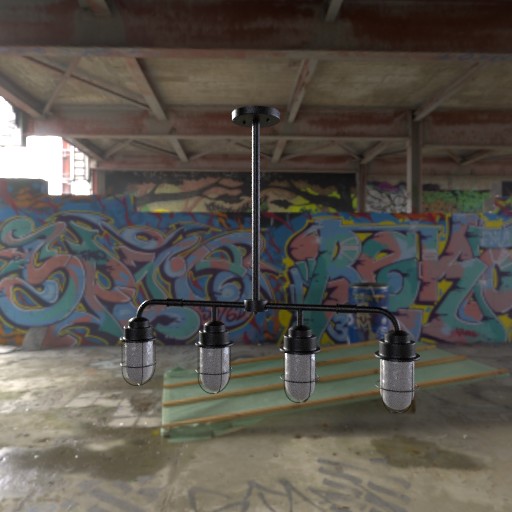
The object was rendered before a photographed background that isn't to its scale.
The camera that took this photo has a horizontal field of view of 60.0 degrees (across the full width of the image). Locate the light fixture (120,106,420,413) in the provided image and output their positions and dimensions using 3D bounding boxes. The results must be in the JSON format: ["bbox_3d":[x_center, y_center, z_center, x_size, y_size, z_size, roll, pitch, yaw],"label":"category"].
[{"bbox_3d":[0.000,0.000,1.224,0.852,0.785,0.131,0,0,18],"label":"light fixture"}]
